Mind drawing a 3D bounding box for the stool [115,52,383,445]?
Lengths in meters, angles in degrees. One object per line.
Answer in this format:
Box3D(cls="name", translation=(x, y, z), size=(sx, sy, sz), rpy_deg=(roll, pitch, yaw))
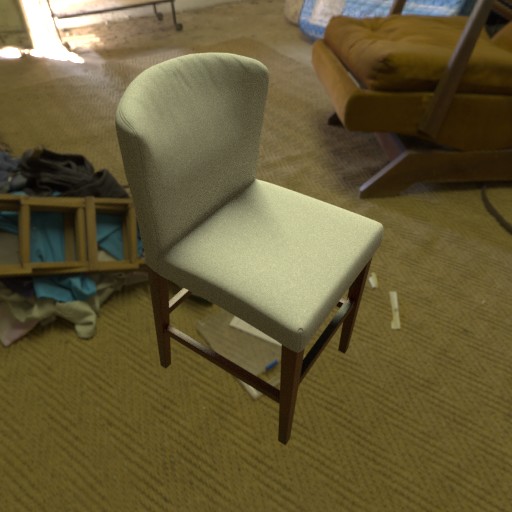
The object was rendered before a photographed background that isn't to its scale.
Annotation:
Box3D(cls="stool", translation=(0.000, 0.000, 1.264), size=(0.568, 0.968, 0.479), rpy_deg=(25, 47, 25))
